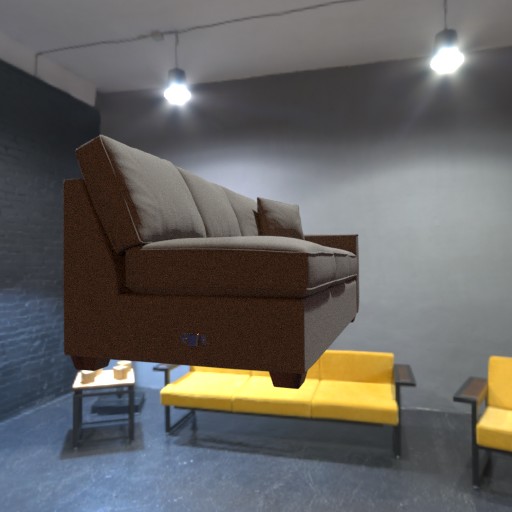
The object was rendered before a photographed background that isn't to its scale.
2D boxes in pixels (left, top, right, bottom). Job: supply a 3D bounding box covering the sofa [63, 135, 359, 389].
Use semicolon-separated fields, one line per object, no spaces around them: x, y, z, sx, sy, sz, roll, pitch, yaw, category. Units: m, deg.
0.000;0.000;2.543;1.034;0.946;1.963;0;-1;18;sofa
